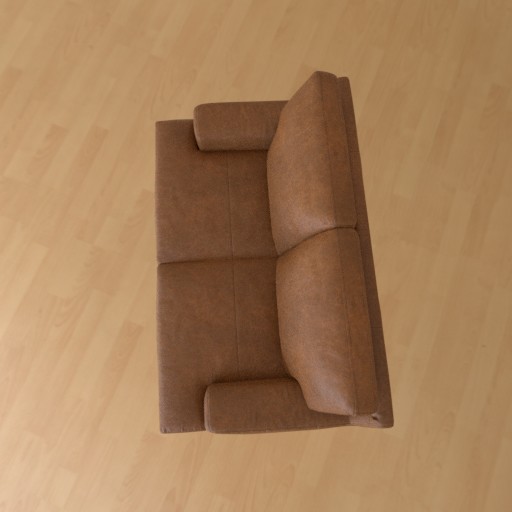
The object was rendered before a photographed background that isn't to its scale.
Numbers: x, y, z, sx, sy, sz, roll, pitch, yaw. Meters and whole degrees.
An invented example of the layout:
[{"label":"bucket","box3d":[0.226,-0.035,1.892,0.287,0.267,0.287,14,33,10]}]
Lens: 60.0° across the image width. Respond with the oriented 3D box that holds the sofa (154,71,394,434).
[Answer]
[{"label":"sofa","box3d":[0.000,0.000,2.464,1.144,0.966,1.880,-4,77,-1]}]
